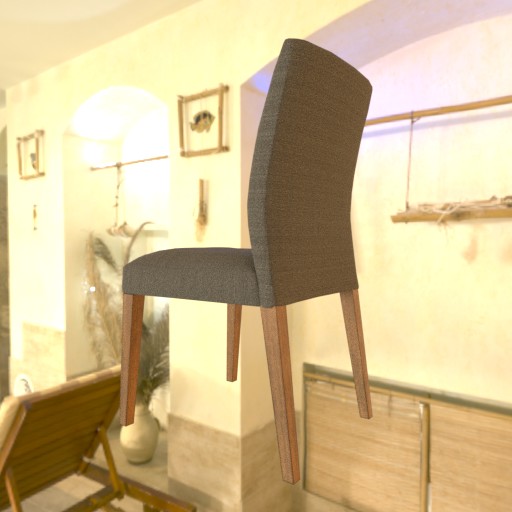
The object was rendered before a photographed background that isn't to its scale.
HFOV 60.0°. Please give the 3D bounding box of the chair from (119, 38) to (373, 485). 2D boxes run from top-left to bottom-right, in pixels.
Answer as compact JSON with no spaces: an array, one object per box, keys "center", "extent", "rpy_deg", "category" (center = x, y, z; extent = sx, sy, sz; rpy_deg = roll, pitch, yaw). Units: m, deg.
[{"center":[0.000,0.000,1.250],"extent":[0.585,0.940,0.496],"rpy_deg":[2,3,36],"category":"chair"}]
